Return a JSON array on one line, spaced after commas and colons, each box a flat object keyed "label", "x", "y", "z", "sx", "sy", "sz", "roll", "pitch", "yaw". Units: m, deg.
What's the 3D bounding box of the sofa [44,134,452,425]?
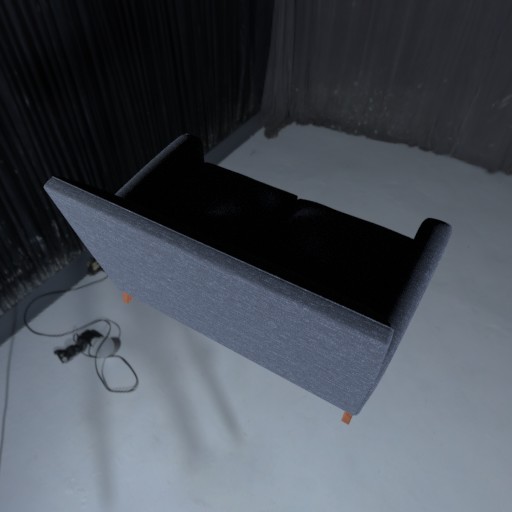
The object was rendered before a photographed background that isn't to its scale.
[{"label": "sofa", "x": 0.000, "y": 0.000, "z": 1.975, "sx": 1.420, "sy": 0.846, "sz": 0.875, "roll": 24, "pitch": 51, "yaw": 21}]
